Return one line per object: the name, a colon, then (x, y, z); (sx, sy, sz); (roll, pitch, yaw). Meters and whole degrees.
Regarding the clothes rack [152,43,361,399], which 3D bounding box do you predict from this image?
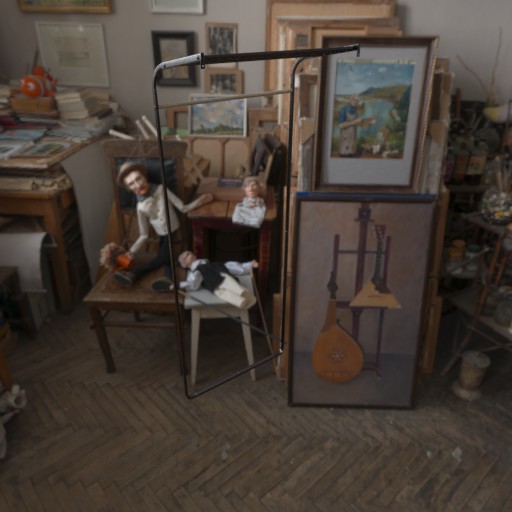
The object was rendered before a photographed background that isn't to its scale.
clothes rack: (0.000, 0.000, 1.823); (0.609, 1.574, 0.349); (-19, 34, -30)
